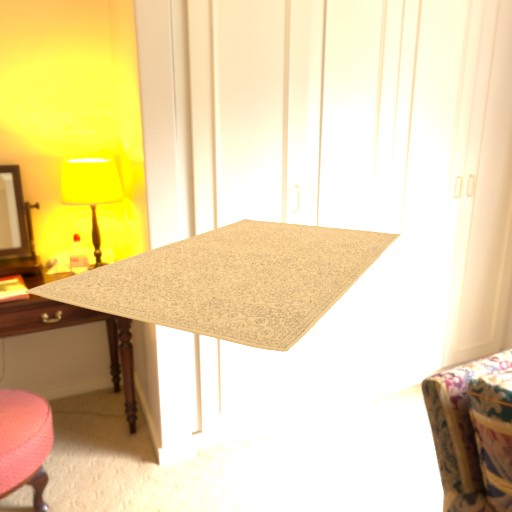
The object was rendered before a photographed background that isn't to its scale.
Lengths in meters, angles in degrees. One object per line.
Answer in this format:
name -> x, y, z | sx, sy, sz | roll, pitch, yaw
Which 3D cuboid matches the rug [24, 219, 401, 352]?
rug -> 0.000, 0.000, 3.041 | 1.518, 0.023, 2.434 | 8, 17, 26
